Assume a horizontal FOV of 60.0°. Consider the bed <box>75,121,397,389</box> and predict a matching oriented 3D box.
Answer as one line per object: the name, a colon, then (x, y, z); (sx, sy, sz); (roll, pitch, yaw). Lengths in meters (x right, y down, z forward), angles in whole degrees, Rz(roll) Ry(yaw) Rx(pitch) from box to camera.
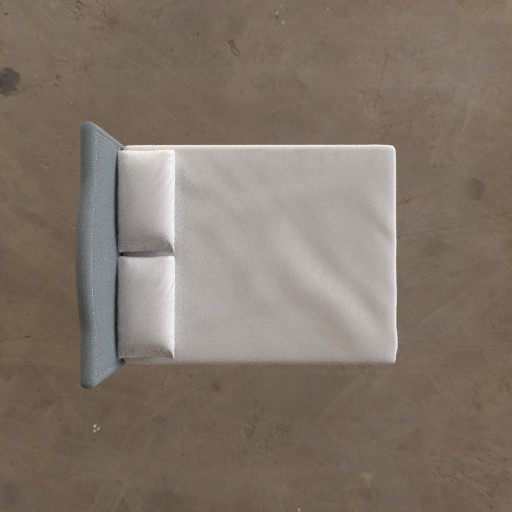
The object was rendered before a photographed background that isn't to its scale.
bed: (0.000, 0.000, 4.006); (2.689, 1.457, 2.161); (0, 90, 0)
